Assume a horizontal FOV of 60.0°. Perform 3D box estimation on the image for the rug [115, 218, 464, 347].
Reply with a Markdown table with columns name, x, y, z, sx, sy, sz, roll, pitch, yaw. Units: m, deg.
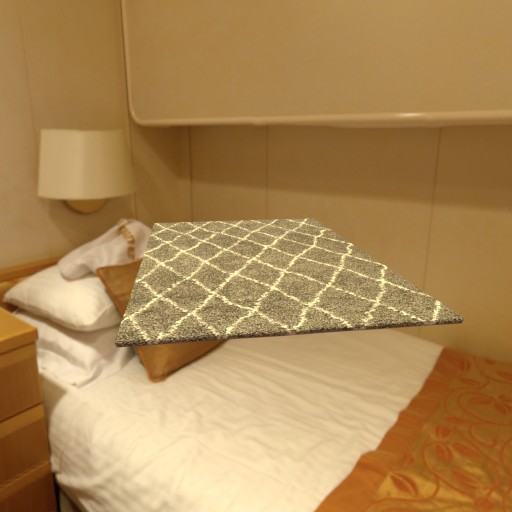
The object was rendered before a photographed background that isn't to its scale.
| name | x | y | z | sx | sy | sz | roll | pitch | yaw |
| --- | --- | --- | --- | --- | --- | --- | --- | --- | --- |
| rug | 0.000 | 0.000 | 3.035 | 1.524 | 0.030 | 2.438 | -2 | 16 | -9 |
